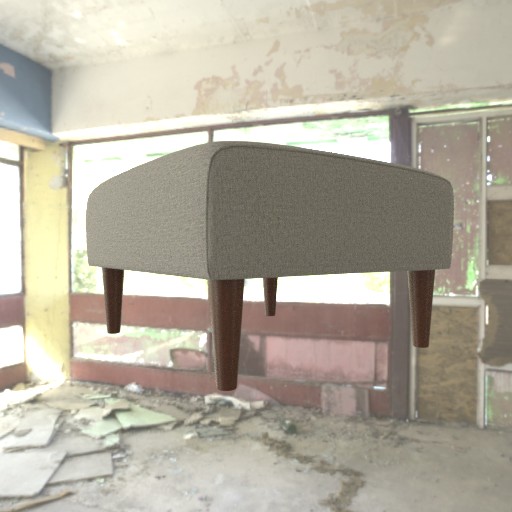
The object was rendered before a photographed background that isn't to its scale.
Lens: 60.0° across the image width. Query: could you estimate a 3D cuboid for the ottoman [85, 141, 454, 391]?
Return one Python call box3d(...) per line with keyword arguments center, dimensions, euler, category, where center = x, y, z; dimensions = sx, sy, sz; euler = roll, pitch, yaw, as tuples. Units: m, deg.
box3d(center=(0.000, 0.000, 1.059), dimensions=(0.648, 0.399, 0.655), euler=(-1, 1, -35), category="ottoman")
